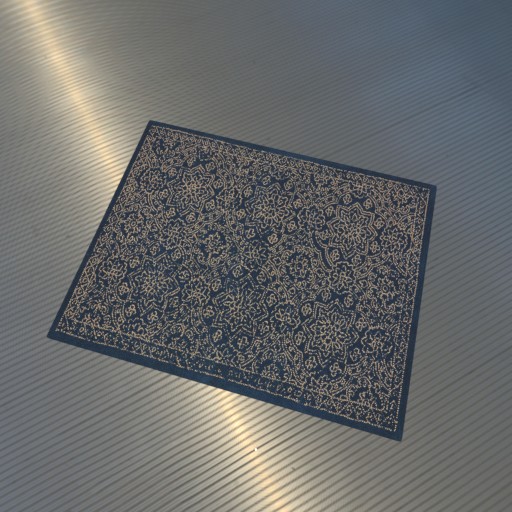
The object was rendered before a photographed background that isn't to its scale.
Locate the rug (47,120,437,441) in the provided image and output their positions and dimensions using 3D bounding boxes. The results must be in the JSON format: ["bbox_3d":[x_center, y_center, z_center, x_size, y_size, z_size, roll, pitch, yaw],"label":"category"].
[{"bbox_3d":[0.000,0.000,4.094,3.048,0.010,2.438,14,67,6],"label":"rug"}]
